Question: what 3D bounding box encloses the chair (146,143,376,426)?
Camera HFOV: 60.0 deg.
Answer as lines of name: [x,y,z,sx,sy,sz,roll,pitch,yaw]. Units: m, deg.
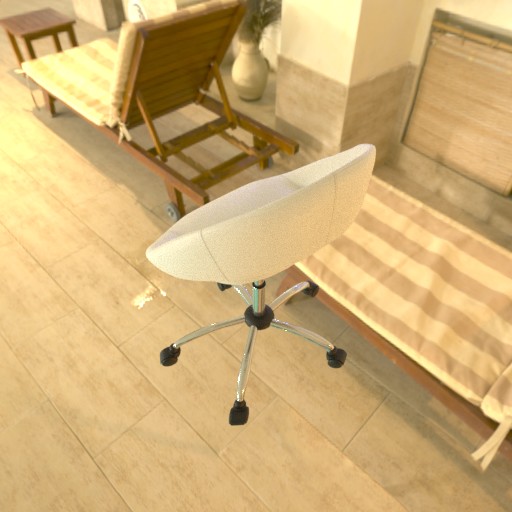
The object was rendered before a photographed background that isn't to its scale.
chair: [0.000,0.000,1.219,0.612,0.791,0.538,-31,53,-26]
